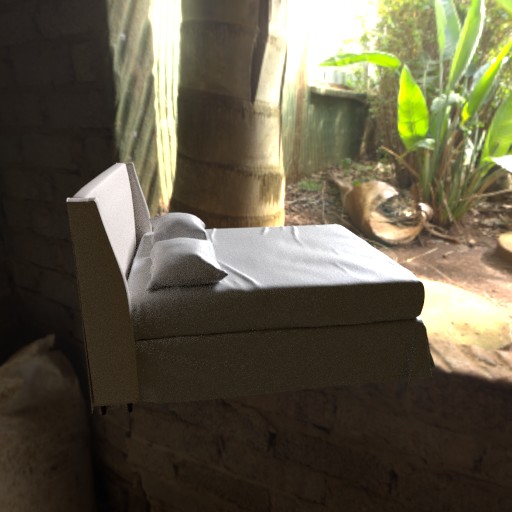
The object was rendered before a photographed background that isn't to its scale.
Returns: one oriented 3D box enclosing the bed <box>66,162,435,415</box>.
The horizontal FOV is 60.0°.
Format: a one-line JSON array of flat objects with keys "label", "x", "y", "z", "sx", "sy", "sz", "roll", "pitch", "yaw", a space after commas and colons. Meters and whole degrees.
[{"label": "bed", "x": 0.000, "y": 0.000, "z": 3.486, "sx": 2.276, "sy": 1.332, "sz": 1.925, "roll": -3, "pitch": 18, "yaw": -9}]
